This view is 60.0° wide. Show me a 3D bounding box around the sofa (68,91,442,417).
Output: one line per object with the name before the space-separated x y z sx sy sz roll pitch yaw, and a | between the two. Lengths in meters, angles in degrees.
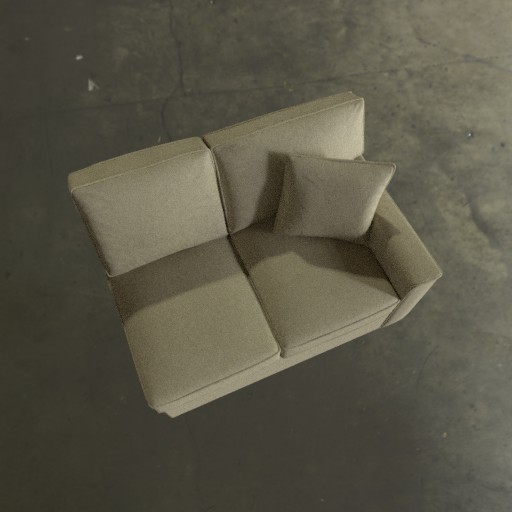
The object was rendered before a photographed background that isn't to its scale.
sofa | 0.000 0.000 2.142 1.388 0.989 0.991 -21 65 -10
